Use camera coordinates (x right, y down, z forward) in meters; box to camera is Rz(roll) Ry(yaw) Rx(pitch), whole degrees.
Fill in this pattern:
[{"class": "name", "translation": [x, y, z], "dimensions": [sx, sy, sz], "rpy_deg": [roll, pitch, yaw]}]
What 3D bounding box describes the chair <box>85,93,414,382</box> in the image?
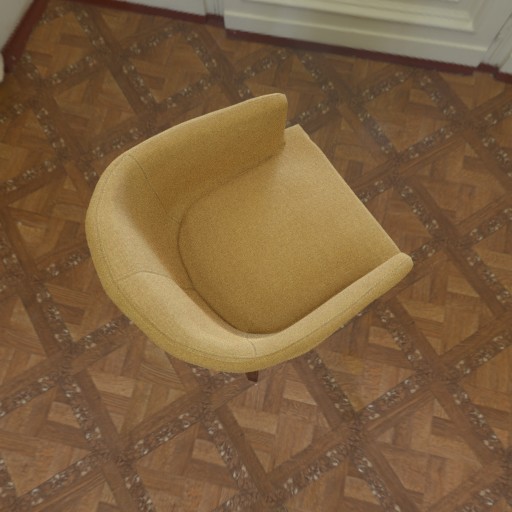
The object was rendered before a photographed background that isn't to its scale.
[{"class": "chair", "translation": [0.000, 0.000, 1.227], "dimensions": [0.655, 0.811, 0.583], "rpy_deg": [-32, 76, -9]}]
